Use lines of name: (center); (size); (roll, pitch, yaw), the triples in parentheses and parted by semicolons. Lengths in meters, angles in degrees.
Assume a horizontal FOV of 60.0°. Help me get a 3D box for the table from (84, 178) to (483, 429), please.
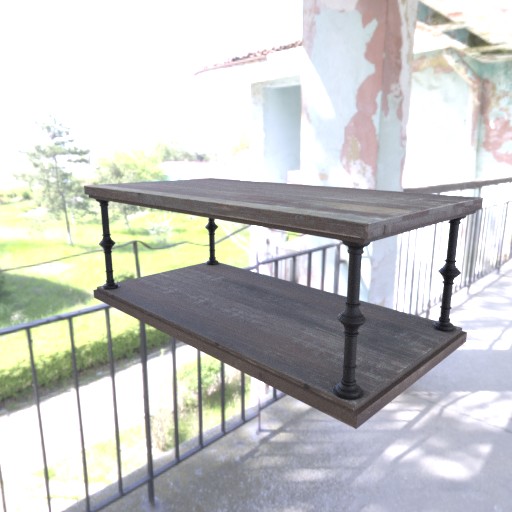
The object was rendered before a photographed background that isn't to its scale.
table: (0.000, 0.000, 1.362); (1.088, 0.399, 0.554); (13, 19, 43)
